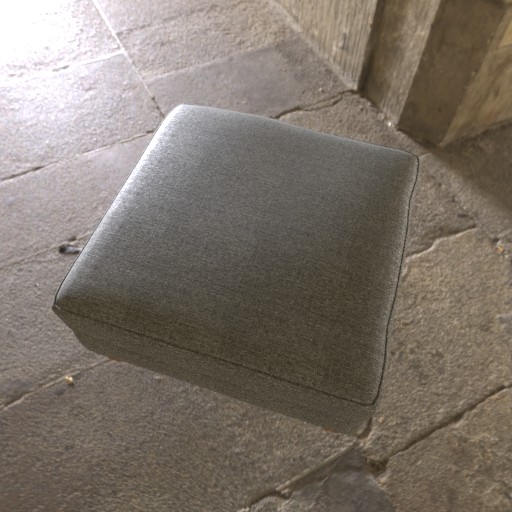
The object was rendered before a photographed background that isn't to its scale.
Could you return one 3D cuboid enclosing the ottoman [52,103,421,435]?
[{"bbox_3d":[0.000,0.000,1.386,0.838,0.481,0.838,15,59,9],"label":"ottoman"}]
